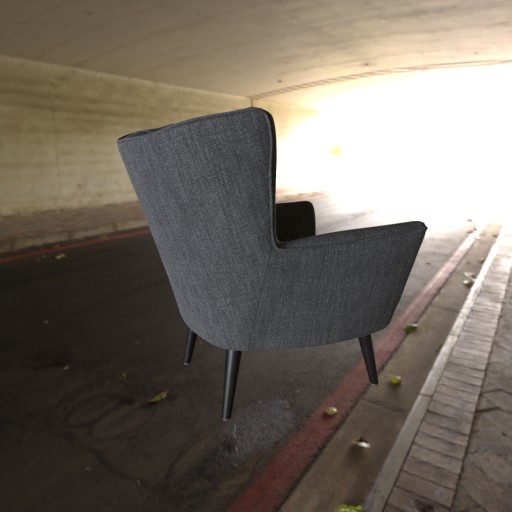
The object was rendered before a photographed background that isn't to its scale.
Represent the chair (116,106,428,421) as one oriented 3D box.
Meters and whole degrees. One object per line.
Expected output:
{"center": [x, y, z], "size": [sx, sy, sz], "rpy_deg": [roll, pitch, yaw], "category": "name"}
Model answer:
{"center": [0.000, 0.000, 1.573], "size": [0.888, 0.933, 0.781], "rpy_deg": [-6, 14, -25], "category": "chair"}
